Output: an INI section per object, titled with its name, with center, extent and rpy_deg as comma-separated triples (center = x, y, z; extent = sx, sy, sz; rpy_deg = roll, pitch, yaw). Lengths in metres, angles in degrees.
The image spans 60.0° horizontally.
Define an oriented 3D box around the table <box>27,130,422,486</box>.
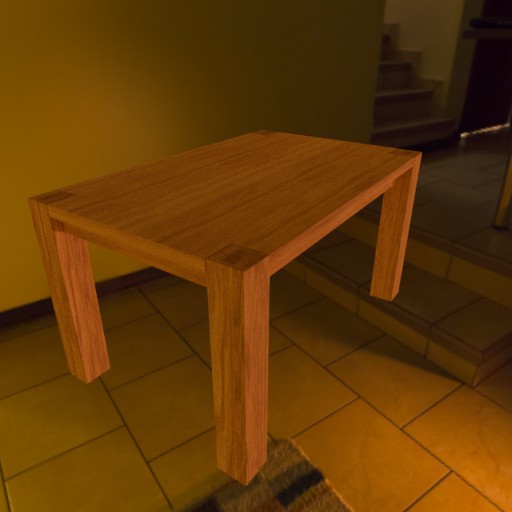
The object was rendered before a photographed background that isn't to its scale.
[table]
center = 0.000, 0.000, 1.942
extent = 0.900, 0.760, 1.400
rpy_deg = 18, 32, 31
